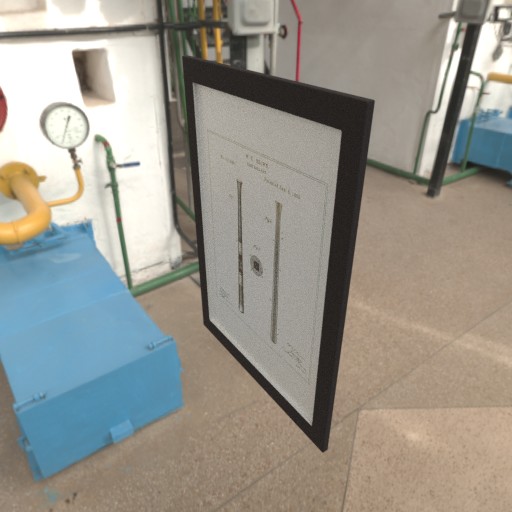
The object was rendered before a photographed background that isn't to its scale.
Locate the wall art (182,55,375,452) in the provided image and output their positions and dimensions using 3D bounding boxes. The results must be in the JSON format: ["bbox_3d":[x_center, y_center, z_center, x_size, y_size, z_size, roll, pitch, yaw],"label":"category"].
[{"bbox_3d":[0.000,0.000,0.683,0.012,0.529,0.374,-20,37,-30],"label":"wall art"}]
